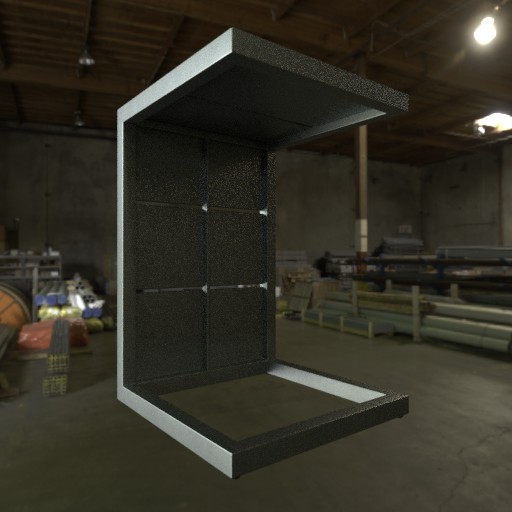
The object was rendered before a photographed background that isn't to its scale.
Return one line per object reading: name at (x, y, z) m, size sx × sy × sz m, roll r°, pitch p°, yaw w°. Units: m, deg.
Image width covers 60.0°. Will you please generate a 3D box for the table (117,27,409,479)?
table at (0.000, 0.000, 0.878) m, size 0.405 × 0.609 × 0.420 m, roll 0°, pitch 0°, yaw -38°
